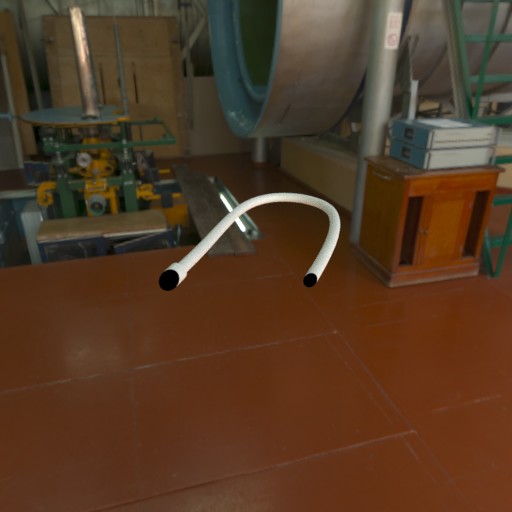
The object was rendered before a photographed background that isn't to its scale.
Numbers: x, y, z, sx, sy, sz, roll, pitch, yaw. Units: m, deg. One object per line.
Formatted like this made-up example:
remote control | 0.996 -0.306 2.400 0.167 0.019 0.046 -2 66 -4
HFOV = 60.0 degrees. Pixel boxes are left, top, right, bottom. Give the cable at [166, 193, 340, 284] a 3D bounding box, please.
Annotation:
cable | 0.000 0.000 0.111 0.041 0.005 0.098 8 27 16
